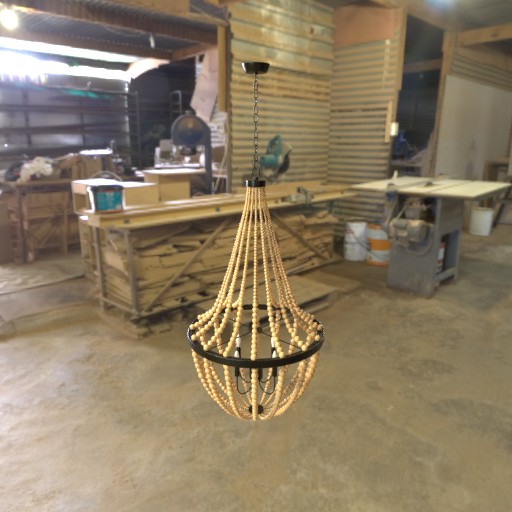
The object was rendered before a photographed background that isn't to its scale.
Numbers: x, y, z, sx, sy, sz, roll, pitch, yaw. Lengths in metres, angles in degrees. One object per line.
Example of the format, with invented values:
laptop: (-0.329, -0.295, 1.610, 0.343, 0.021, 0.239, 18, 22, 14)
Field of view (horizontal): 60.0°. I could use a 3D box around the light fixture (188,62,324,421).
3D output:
light fixture: (0.000, 0.000, 1.410, 0.450, 1.133, 0.450, 0, 15, 0)
